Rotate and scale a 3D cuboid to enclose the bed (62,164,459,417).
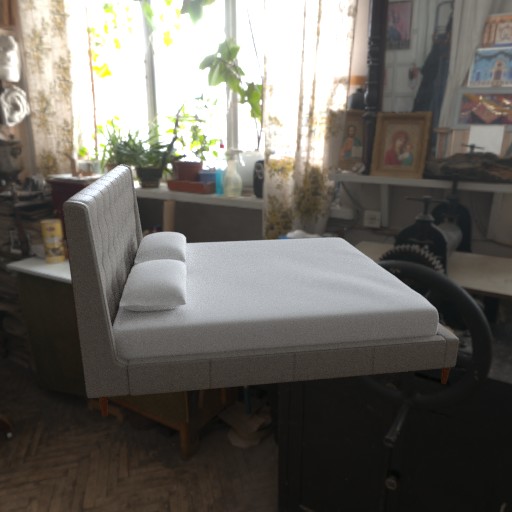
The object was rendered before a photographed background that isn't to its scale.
[{"bbox_3d":[0.000,0.000,3.554,2.342,1.289,2.062,-3,17,-8],"label":"bed"}]
